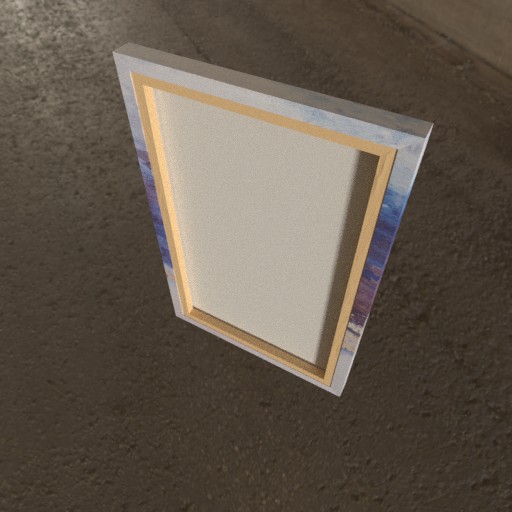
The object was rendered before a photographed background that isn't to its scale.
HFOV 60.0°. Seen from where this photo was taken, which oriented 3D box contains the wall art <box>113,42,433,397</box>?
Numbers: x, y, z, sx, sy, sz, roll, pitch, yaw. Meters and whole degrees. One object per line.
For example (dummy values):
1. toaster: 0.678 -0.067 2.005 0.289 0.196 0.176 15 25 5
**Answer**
1. wall art: 0.000 0.000 1.071 0.583 0.874 0.048 22 52 19
